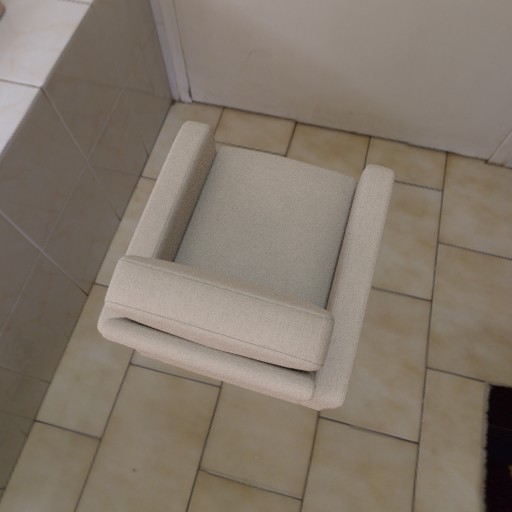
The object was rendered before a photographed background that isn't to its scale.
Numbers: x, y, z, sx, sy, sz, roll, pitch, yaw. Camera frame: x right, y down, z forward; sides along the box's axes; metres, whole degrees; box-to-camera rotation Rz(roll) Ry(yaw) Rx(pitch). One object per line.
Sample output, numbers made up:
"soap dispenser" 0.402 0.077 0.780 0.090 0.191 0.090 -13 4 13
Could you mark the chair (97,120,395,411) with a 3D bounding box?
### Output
"chair" 0.000 0.000 1.498 0.755 0.827 0.888 15 66 7
